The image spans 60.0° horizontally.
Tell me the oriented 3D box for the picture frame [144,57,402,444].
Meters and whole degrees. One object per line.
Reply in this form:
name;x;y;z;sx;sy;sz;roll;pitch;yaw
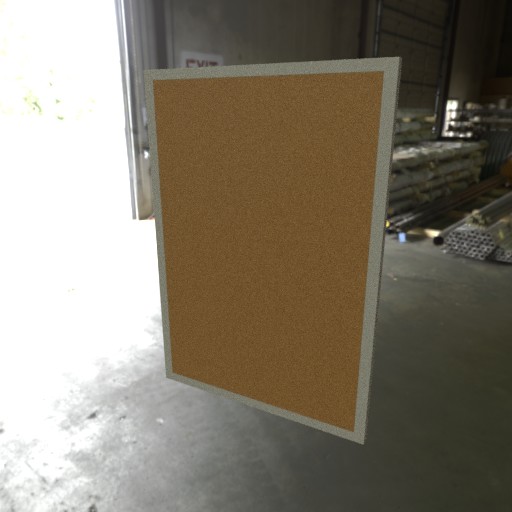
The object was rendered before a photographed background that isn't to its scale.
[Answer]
picture frame;0.000;0.000;0.547;0.305;0.434;0.013;9;20;27
